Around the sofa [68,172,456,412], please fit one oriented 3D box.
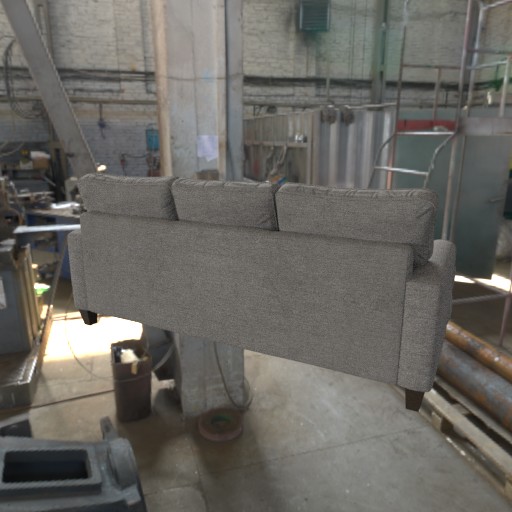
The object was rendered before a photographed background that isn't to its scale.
[{"bbox_3d":[0.000,0.000,2.644,2.158,0.965,0.951,8,17,26],"label":"sofa"}]
